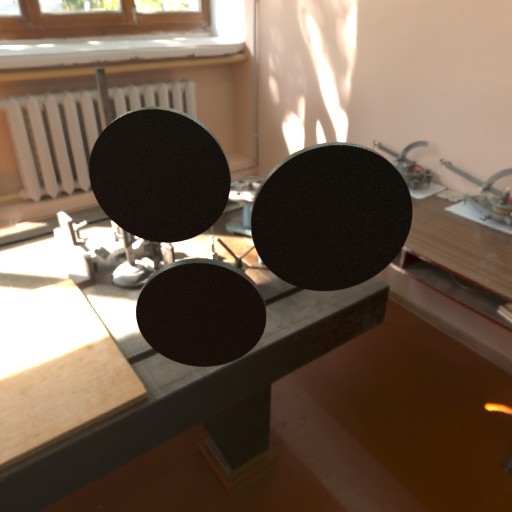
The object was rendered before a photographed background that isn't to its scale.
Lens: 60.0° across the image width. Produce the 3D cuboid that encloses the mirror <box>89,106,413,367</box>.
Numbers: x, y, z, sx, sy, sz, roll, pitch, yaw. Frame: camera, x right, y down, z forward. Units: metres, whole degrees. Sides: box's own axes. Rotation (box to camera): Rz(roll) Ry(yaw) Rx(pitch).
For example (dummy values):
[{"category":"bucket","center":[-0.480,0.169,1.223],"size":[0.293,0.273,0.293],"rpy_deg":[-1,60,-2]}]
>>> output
[{"category":"mirror","center":[0.000,0.000,3.229],"size":[2.160,2.096,0.076],"rpy_deg":[-1,30,-1]}]
